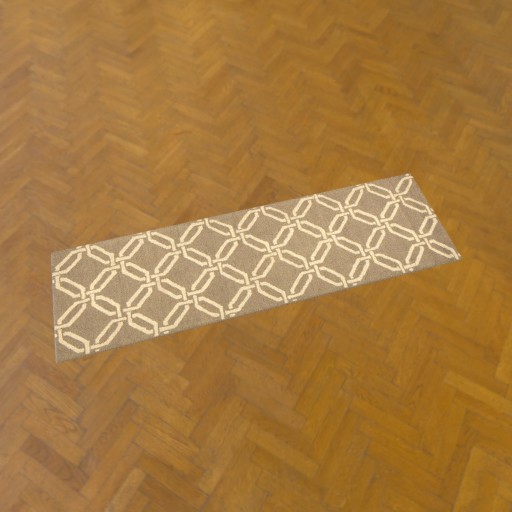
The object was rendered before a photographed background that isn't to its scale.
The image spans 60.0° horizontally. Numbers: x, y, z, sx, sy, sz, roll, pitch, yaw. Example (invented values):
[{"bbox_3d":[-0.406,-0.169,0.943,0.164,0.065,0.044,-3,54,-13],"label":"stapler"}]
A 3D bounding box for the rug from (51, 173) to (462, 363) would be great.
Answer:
[{"bbox_3d":[0.000,0.000,2.556,2.276,0.014,0.678,-13,60,-8],"label":"rug"}]
